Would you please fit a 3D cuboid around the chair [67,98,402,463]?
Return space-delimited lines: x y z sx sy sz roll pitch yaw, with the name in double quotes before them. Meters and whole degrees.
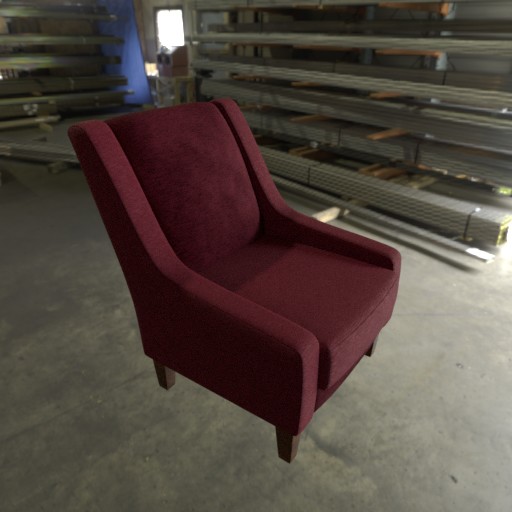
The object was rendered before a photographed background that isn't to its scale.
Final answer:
"chair" 0.000 0.000 1.692 0.985 1.017 0.793 18 32 32
